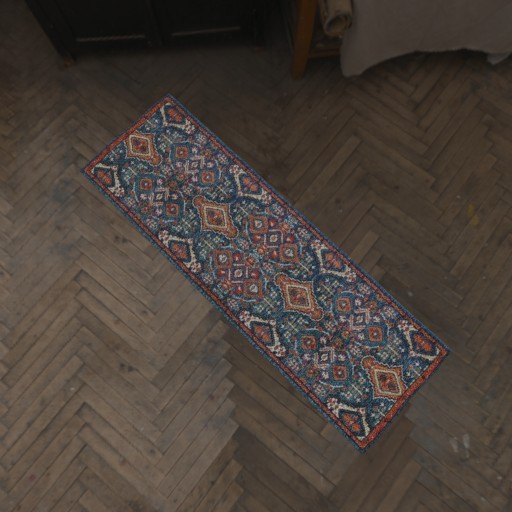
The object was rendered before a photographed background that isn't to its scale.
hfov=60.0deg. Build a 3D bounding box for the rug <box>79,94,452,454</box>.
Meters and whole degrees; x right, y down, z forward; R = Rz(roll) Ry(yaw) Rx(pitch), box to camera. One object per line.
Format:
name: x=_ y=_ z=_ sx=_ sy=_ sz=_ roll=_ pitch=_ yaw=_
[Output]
rug: x=0.000 y=0.000 z=2.742 sx=2.459 sy=0.010 sz=0.801 roll=44 pitch=80 yaw=10
